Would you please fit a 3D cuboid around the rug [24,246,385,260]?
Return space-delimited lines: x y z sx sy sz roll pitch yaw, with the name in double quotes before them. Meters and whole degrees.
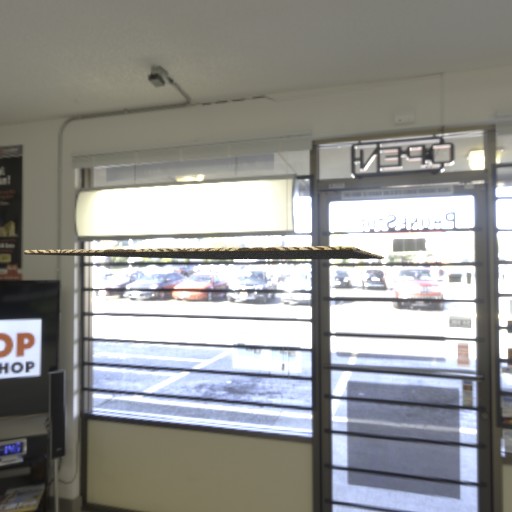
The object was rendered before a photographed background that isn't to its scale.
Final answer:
"rug" 0.000 0.000 2.313 1.210 0.016 1.833 0 -1 19
